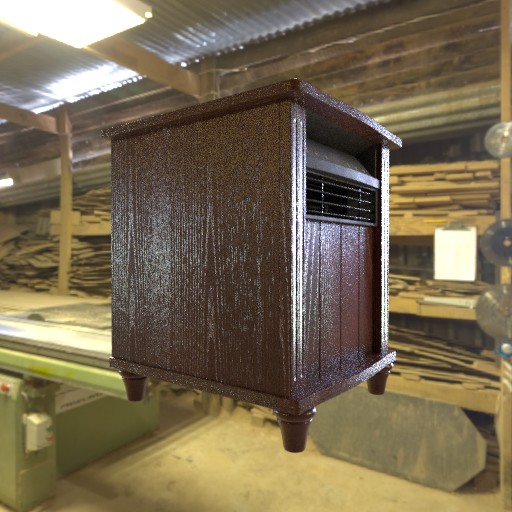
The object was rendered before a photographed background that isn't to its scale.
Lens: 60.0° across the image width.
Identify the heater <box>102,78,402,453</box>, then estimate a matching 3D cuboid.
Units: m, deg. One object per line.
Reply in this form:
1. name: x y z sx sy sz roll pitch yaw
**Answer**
1. heater: 0.000 0.000 0.763 0.400 0.481 0.362 0 1 37
